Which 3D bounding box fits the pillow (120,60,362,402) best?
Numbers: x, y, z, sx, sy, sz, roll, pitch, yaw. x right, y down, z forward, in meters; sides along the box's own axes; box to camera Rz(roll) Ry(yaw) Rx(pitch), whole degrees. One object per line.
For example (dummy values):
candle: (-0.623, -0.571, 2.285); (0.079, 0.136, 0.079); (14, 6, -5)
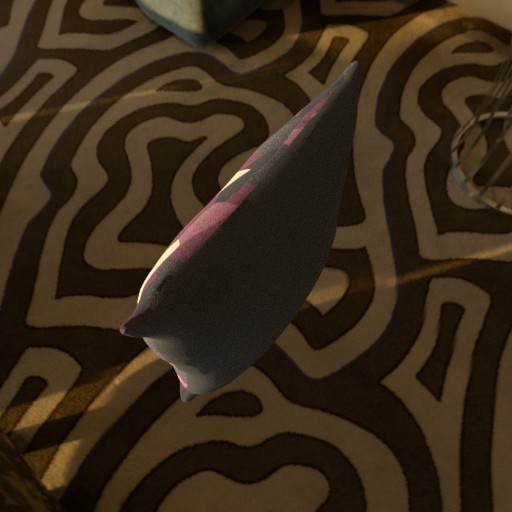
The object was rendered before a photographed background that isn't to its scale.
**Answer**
pillow: (0.000, 0.000, 0.763); (0.208, 0.496, 0.503); (33, 68, 15)
